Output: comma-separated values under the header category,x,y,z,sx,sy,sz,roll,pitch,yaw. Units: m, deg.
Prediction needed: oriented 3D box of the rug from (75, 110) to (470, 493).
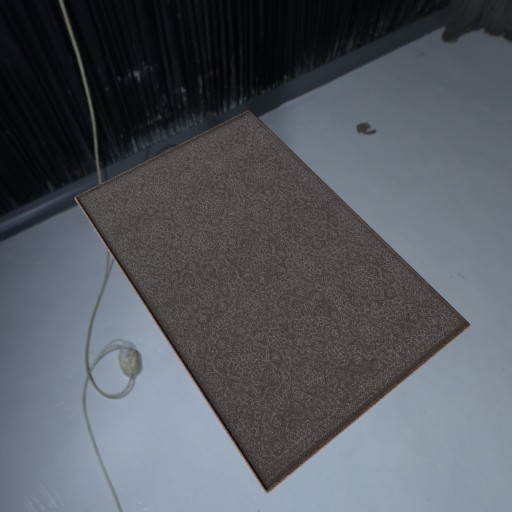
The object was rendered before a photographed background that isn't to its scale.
category,x,y,z,sx,sy,sz,roll,pitch,yaw
rug,0.000,0.000,2.892,1.524,0.011,2.286,-32,65,-17
